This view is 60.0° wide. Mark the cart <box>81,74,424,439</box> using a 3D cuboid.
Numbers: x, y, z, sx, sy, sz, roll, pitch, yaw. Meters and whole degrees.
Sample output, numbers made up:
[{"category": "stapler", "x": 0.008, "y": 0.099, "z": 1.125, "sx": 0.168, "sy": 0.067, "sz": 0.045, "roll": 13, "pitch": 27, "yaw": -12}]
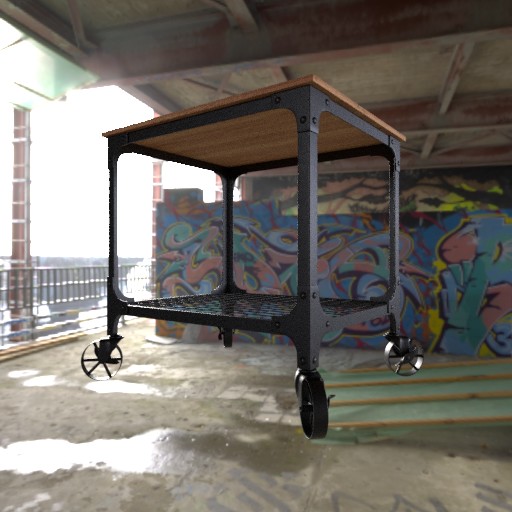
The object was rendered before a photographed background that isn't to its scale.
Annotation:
[{"category": "cart", "x": 0.000, "y": 0.000, "z": 1.102, "sx": 0.666, "sy": 0.603, "sz": 0.558, "roll": 0, "pitch": 0, "yaw": 36}]
